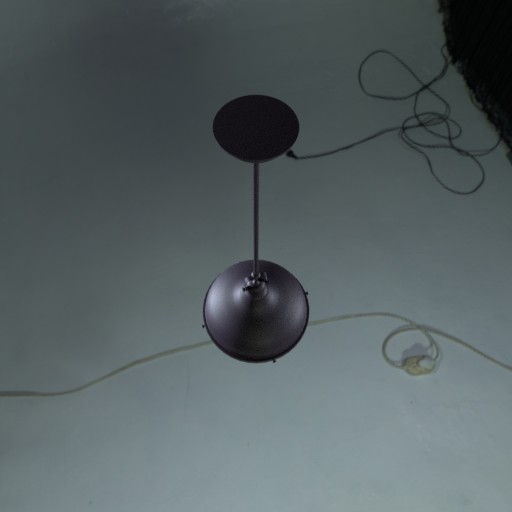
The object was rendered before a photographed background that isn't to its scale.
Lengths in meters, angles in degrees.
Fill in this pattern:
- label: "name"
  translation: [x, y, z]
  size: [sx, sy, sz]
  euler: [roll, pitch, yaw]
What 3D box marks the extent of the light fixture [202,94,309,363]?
- label: "light fixture"
  translation: [0.000, 0.000, 1.041]
  size: [0.341, 0.849, 0.341]
  euler: [-17, 64, -8]
